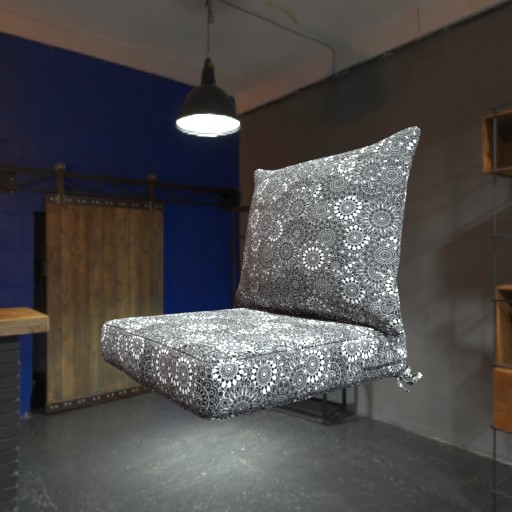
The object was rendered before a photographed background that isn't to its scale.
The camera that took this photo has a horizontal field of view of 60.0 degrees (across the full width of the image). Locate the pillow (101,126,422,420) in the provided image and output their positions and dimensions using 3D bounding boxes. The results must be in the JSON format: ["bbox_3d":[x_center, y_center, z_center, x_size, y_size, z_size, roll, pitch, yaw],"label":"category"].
[{"bbox_3d":[0.000,0.000,1.348,0.740,0.722,0.798,0,0,-37],"label":"pillow"}]
